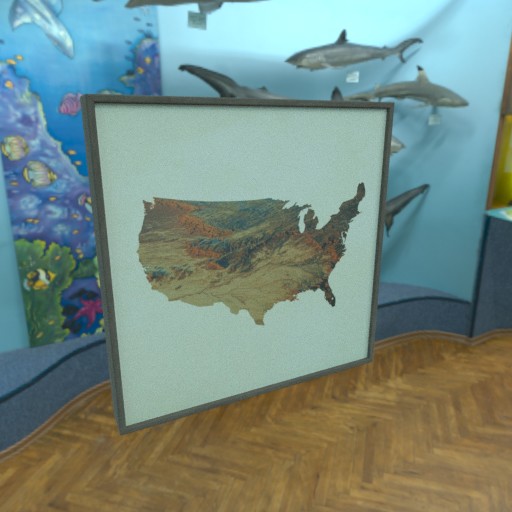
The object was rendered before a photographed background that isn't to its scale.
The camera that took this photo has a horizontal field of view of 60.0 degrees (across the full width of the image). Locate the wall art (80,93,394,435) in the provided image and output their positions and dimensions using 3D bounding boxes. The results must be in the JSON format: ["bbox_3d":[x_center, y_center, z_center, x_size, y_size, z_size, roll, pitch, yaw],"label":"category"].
[{"bbox_3d":[0.000,0.000,0.453,0.303,0.302,0.038,-8,18,-25],"label":"wall art"}]
